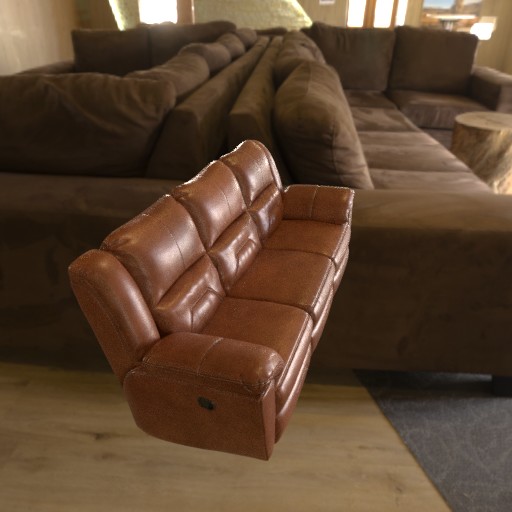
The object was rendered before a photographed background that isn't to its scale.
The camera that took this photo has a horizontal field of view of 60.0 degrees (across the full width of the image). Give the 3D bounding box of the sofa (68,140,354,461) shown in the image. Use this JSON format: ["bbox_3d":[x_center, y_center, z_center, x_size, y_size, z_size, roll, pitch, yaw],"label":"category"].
[{"bbox_3d":[0.000,0.000,2.891,0.991,1.043,2.337,10,31,17],"label":"sofa"}]
